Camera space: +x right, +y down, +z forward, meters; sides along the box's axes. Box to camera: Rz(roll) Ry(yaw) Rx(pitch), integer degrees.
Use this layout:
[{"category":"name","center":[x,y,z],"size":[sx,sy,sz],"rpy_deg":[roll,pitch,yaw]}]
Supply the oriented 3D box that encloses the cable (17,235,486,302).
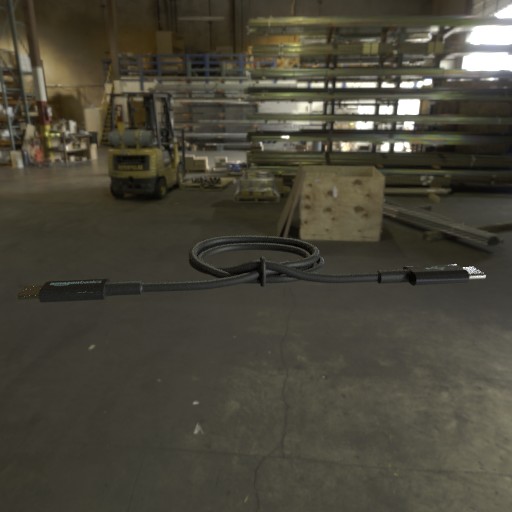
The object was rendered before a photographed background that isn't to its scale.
[{"category":"cable","center":[0.000,0.000,0.221],"size":[0.203,0.014,0.070],"rpy_deg":[-2,18,-7]}]
